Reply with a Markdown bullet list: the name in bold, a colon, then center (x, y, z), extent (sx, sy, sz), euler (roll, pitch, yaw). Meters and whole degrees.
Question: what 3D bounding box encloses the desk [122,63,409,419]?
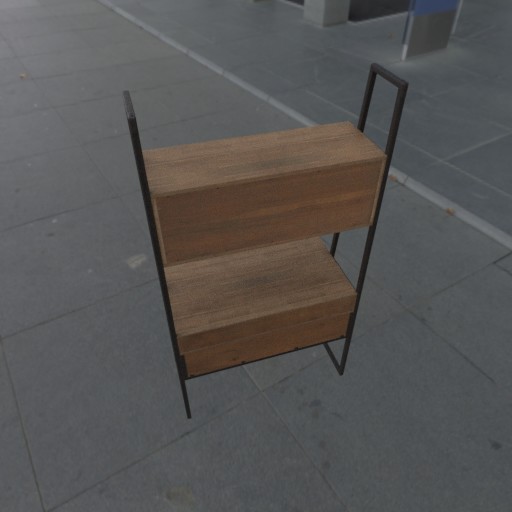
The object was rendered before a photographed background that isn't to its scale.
- **desk**: center (0.000, 0.000, 2.241), extent (0.982, 1.809, 0.515), euler (-12, 42, -13)
